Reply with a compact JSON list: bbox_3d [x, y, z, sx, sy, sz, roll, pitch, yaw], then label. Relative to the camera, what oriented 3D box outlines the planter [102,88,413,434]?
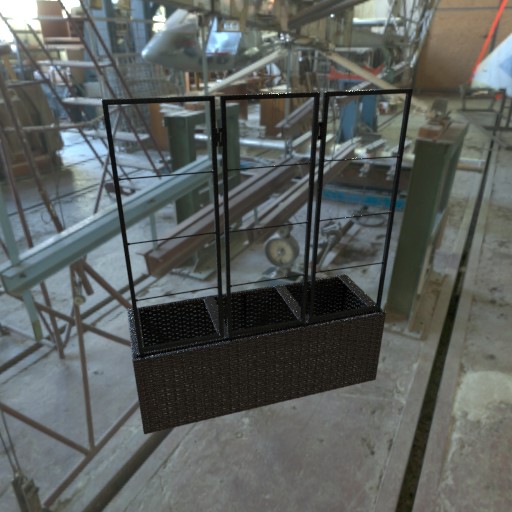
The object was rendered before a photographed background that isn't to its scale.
[{"bbox_3d":[0.000,0.000,1.183,0.699,0.841,0.244,-8,27,-16],"label":"planter"}]
